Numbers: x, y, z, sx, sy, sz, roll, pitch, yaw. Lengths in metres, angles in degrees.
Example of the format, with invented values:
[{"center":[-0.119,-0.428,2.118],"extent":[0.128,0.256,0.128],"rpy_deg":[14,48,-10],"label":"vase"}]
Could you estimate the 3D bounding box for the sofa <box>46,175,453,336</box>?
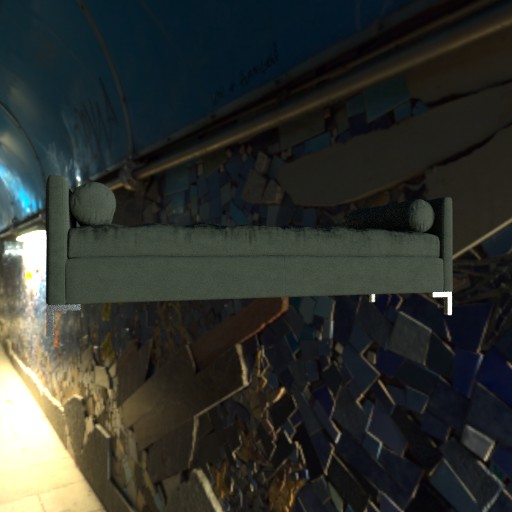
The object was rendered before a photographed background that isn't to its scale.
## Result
[{"center":[0.000,0.000,2.504],"extent":[2.102,0.657,0.797],"rpy_deg":[0,0,-19],"label":"sofa"}]
